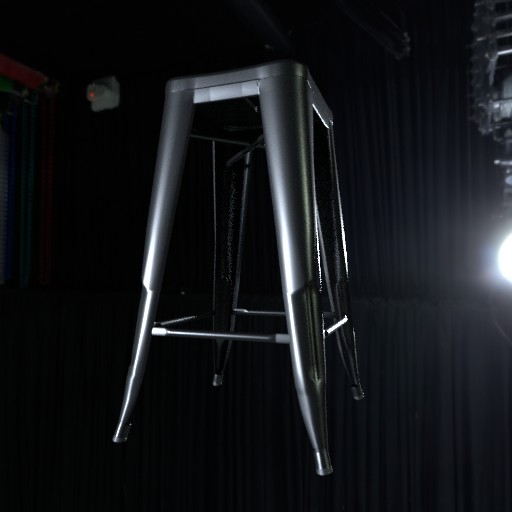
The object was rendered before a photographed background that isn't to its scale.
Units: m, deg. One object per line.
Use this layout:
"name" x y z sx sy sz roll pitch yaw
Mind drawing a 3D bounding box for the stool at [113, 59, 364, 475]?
"stool" 0.000 0.000 0.848 0.359 0.609 0.399 -1 -2 20
